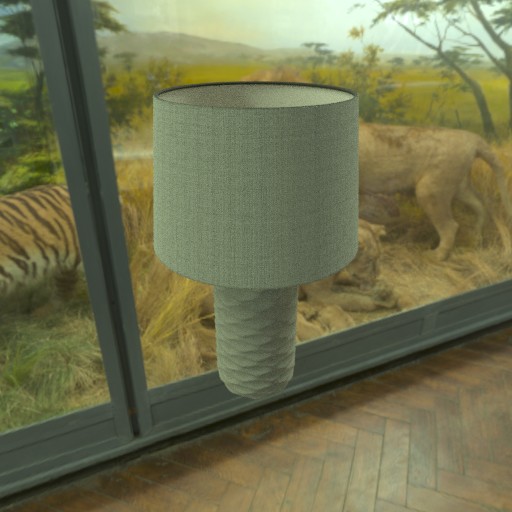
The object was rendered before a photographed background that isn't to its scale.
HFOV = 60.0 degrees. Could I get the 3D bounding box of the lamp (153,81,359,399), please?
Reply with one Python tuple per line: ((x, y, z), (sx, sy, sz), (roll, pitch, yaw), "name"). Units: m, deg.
((0.000, 0.000, 0.849), (0.376, 0.594, 0.376), (0, 27, 0), "lamp")
